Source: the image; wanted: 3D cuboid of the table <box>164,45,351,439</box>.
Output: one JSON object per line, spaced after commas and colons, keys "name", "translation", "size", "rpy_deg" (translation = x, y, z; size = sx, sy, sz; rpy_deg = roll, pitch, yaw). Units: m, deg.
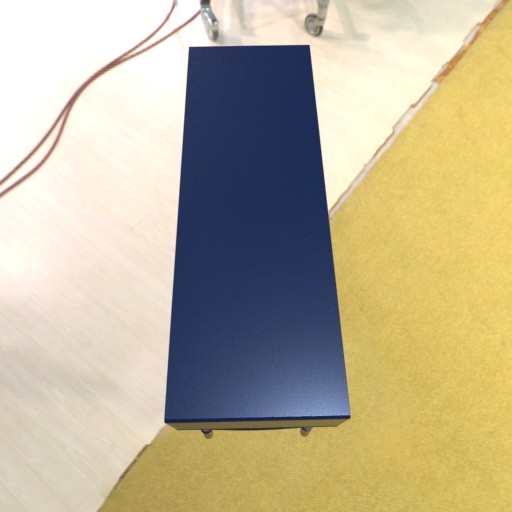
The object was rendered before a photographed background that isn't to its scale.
{"name": "table", "translation": [0.000, 0.000, 1.483], "size": [0.399, 0.749, 1.118], "rpy_deg": [-1, 64, -1]}
